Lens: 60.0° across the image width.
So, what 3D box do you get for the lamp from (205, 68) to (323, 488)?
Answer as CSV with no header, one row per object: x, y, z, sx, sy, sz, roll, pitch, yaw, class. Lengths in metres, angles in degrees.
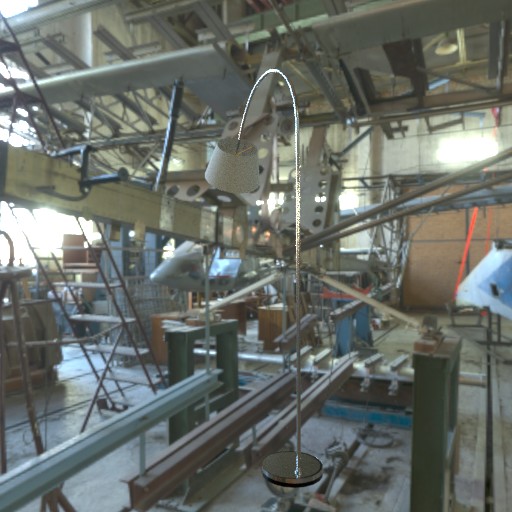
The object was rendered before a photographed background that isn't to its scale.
0.000,0.000,2.696,0.406,2.098,1.445,0,-1,-18,lamp
